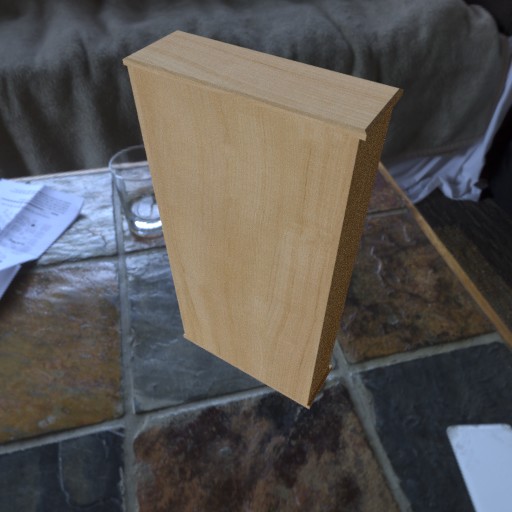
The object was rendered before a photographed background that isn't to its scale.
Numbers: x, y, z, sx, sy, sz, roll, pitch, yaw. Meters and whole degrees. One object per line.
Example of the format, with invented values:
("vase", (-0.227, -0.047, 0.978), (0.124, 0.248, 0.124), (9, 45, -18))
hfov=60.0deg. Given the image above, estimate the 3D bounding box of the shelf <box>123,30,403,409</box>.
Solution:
("shelf", (0.000, 0.000, 1.219), (0.520, 1.030, 0.175), (25, 52, 21))
